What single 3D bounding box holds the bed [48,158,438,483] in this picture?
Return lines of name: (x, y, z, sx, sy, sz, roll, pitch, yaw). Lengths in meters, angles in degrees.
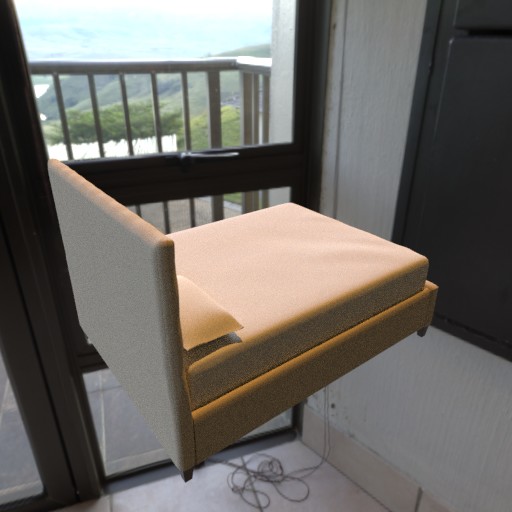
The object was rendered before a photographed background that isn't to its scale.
bed: (0.000, 0.000, 3.233, 2.233, 1.426, 1.696, -18, 32, -33)
